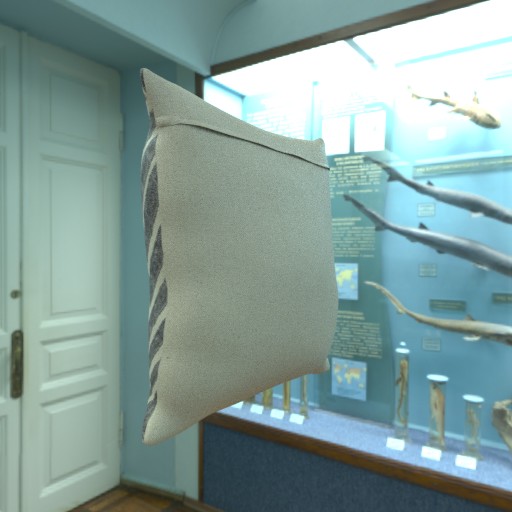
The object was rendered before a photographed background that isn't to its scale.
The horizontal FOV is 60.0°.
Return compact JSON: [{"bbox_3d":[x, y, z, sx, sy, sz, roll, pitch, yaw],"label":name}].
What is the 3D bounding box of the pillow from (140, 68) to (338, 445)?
[{"bbox_3d":[0.000,0.000,0.675,0.182,0.441,0.440,0,1,37],"label":"pillow"}]
